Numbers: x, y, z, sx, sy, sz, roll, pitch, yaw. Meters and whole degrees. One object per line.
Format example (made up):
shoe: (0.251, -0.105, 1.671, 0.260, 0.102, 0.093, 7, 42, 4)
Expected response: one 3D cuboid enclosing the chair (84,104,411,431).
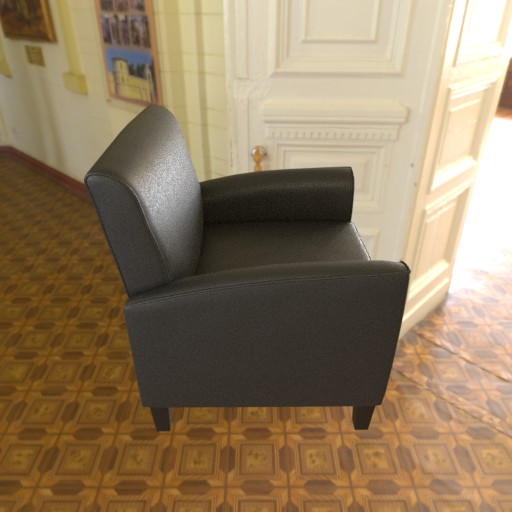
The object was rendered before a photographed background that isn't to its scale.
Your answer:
chair: (0.000, 0.000, 1.570, 0.819, 0.916, 0.820, 0, 31, 0)
